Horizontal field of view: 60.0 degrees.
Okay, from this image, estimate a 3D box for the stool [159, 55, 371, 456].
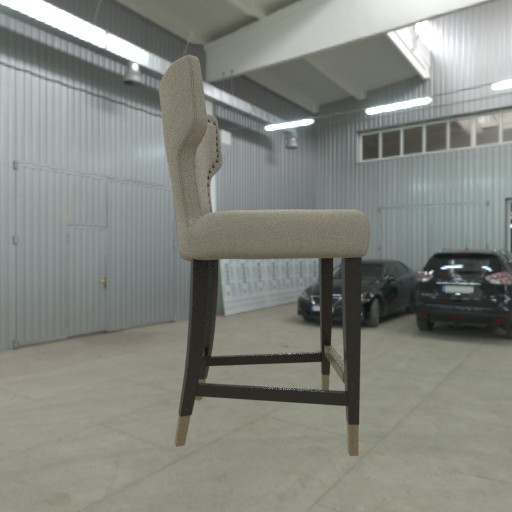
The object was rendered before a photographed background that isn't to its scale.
[{"bbox_3d":[0.000,0.000,1.327,0.563,0.982,0.527,0,0,0],"label":"stool"}]
